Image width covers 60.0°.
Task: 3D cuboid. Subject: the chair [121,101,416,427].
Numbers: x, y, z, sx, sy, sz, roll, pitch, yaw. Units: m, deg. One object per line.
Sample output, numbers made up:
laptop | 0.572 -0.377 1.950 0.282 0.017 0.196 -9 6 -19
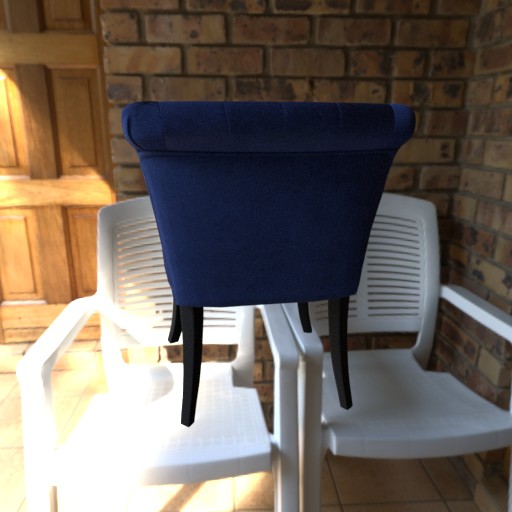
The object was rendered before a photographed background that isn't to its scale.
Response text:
chair | 0.000 0.000 1.186 0.585 0.753 0.606 -3 16 -9
